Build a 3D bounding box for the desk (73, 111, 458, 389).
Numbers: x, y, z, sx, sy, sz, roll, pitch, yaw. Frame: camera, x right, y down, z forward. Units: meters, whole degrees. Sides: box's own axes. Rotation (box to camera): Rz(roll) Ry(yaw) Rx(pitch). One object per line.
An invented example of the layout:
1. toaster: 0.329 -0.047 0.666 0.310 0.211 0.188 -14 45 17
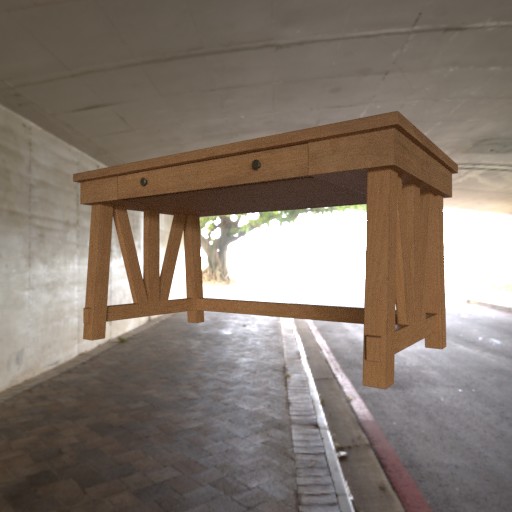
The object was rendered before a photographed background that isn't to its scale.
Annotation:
1. desk: 0.000 0.000 1.950 1.499 0.762 0.813 -1 -1 35
